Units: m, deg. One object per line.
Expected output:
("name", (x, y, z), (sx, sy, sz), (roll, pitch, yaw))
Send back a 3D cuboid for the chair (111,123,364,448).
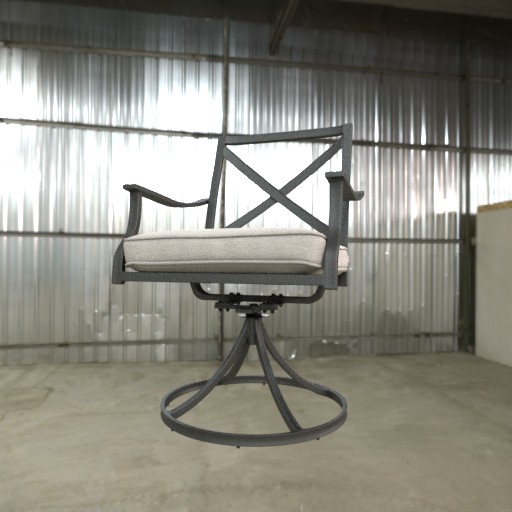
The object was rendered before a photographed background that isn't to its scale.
("chair", (0.000, 0.000, 1.296), (0.575, 0.889, 0.620), (0, 0, 19))
